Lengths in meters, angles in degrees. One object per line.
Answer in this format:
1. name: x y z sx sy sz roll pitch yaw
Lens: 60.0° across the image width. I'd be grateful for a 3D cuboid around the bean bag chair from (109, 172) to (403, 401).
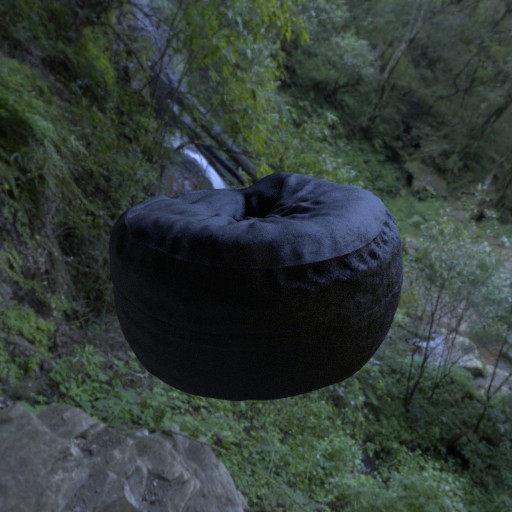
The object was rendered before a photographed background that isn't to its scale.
1. bean bag chair: 0.000 0.000 2.376 1.525 0.751 1.525 0 27 0
